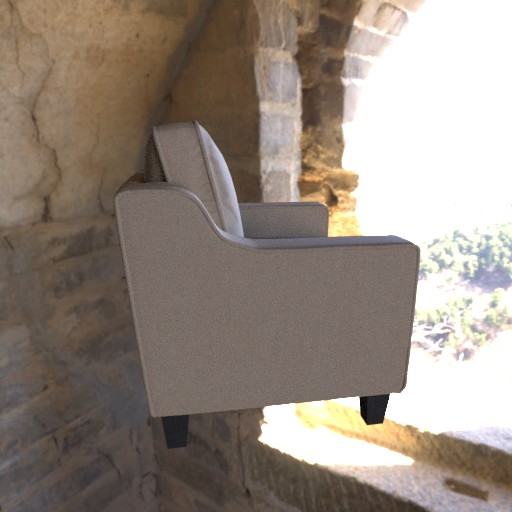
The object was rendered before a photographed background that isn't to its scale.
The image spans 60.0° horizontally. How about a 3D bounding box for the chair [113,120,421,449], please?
[{"bbox_3d":[0.000,0.000,1.661,0.882,0.948,0.922,-3,15,-10],"label":"chair"}]
